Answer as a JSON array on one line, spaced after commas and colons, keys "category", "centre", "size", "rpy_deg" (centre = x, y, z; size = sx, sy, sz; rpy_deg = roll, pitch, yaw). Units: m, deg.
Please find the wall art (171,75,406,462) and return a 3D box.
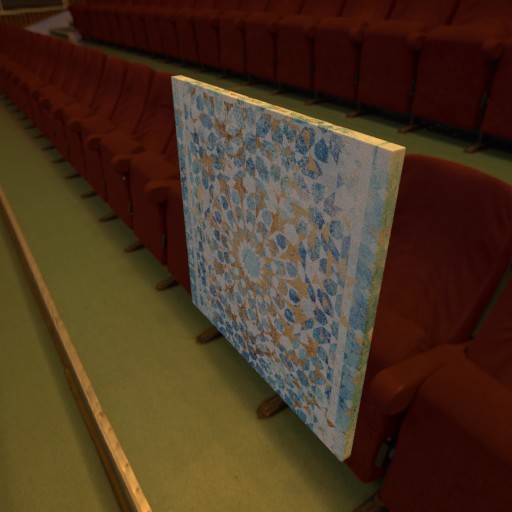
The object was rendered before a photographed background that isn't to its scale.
[{"category": "wall art", "centre": [0.000, 0.000, 1.364], "size": [0.040, 0.916, 0.916], "rpy_deg": [-20, 37, -29]}]
